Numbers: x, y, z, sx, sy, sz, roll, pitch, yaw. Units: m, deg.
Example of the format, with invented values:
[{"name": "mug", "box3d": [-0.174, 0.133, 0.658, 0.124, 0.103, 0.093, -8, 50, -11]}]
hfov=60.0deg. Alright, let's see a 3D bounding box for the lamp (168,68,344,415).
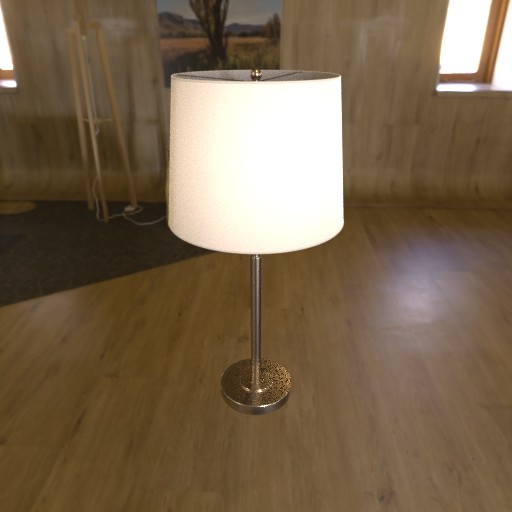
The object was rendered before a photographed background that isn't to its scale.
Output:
[{"name": "lamp", "box3d": [0.000, 0.000, 0.891, 0.333, 0.696, 0.333, 0, 26, 0]}]
